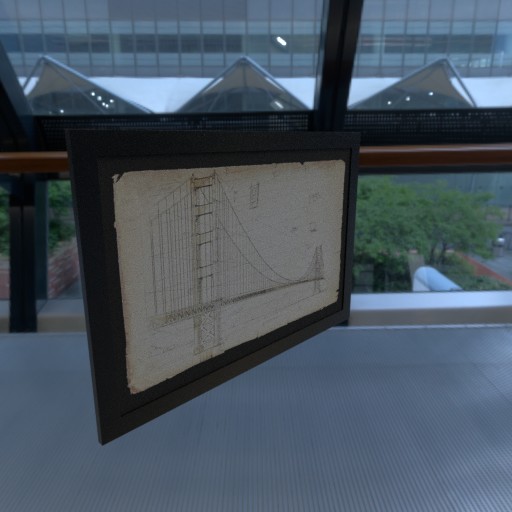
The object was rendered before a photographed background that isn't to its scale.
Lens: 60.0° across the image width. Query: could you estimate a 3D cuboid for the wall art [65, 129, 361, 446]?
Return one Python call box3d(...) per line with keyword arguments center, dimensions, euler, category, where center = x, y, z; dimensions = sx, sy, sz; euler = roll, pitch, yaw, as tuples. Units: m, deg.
box3d(center=(0.000, 0.000, 0.825), dimensions=(0.013, 0.447, 0.660), euler=(14, 21, 42), category="wall art")
